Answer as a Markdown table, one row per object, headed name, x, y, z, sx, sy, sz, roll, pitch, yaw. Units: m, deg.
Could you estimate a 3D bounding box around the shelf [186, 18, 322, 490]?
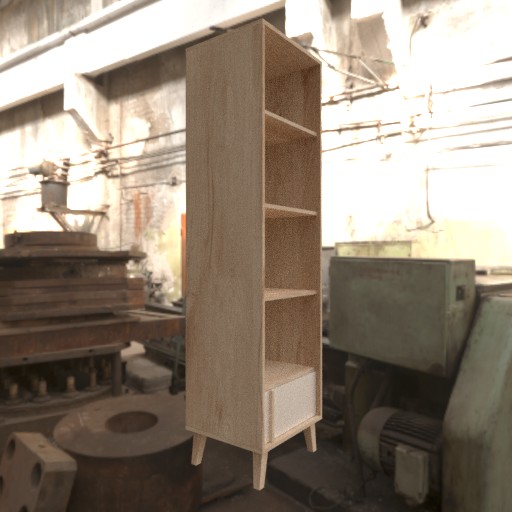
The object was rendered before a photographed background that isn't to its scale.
| name | x | y | z | sx | sy | sz | roll | pitch | yaw |
| --- | --- | --- | --- | --- | --- | --- | --- | --- | --- |
| shelf | 0.000 | 0.000 | 2.165 | 0.450 | 1.960 | 0.510 | 0 | 0 | 37 |
